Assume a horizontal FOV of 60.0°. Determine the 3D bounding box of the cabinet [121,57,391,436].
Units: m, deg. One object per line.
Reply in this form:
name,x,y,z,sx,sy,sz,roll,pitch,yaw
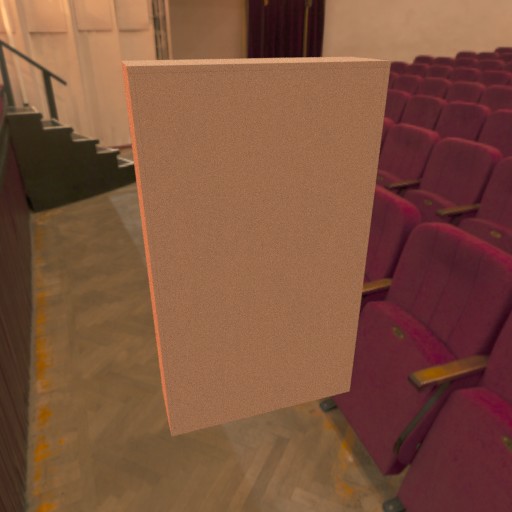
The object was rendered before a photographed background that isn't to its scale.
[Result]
cabinet,0.000,0.000,1.584,0.750,1.280,0.250,-8,28,-16
